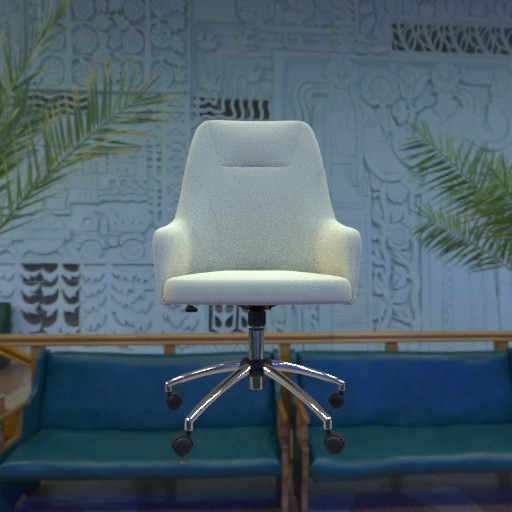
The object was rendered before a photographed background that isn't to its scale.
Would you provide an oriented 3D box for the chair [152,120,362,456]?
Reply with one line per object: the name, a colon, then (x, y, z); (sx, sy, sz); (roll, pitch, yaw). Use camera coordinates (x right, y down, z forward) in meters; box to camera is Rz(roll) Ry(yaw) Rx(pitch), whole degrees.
chair: (0.000, 0.000, 1.472); (0.620, 1.049, 0.640); (0, -1, -1)
